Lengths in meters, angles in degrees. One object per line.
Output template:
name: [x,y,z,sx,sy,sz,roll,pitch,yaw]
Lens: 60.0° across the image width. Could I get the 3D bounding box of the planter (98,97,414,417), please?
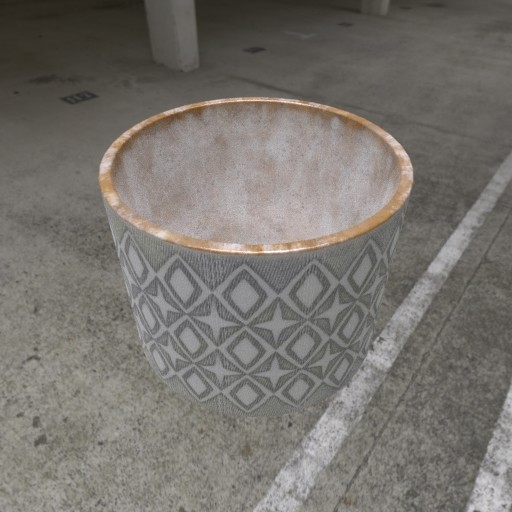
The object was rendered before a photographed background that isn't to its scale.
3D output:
planter: [0.000,0.000,0.442,0.255,0.223,0.255,0,41,0]
